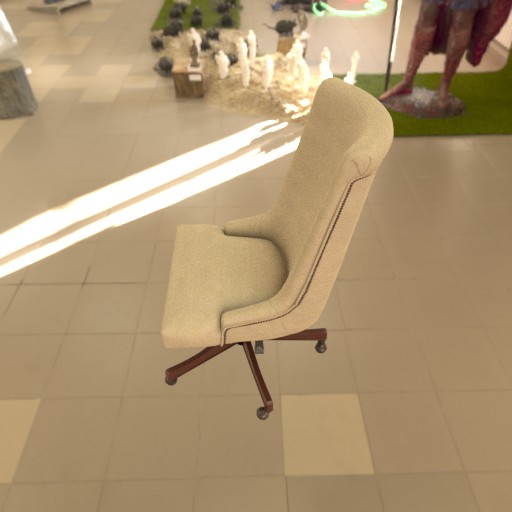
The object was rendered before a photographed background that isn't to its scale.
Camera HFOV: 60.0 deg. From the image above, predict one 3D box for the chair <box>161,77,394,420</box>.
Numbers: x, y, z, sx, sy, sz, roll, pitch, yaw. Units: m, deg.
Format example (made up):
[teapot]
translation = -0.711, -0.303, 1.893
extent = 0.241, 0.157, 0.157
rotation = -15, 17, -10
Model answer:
[chair]
translation = 0.000, 0.000, 1.464
extent = 0.696, 1.010, 0.645
rotation = -1, 42, -1
